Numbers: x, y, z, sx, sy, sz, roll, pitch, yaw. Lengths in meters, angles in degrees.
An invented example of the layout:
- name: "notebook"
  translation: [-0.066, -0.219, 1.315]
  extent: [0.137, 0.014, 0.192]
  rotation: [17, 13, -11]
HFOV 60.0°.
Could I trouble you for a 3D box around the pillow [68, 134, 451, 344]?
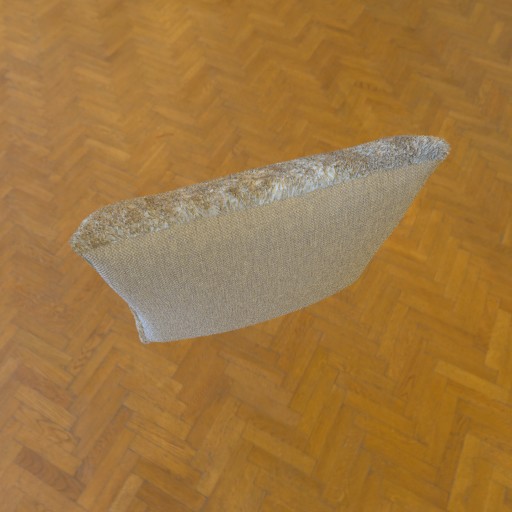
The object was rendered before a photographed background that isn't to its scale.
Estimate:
- name: "pillow"
  translation: [0.000, 0.000, 0.805]
  extent: [0.529, 0.515, 0.218]
  rotation: [-16, 60, -10]
